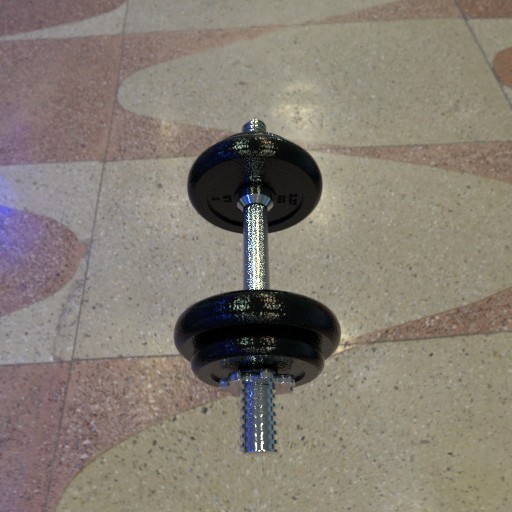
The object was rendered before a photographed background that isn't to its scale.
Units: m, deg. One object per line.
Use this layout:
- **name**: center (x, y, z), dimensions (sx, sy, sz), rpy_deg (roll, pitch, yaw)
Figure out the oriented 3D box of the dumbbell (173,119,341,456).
- **dumbbell**: center (0.000, 0.000, 0.602), dimensions (0.202, 0.202, 0.497), rpy_deg (-1, 58, 0)
